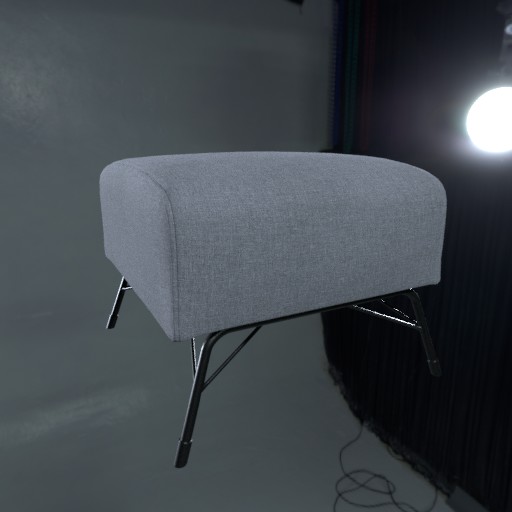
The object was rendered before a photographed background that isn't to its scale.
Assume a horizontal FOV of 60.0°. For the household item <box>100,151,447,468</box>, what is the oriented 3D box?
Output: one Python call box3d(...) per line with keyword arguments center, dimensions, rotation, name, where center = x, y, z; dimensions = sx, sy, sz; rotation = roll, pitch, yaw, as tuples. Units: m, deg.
box3d(center=(0.000, 0.000, 0.897), dimensions=(0.530, 0.410, 0.530), rotation=(-8, 17, -27), name="household item")
